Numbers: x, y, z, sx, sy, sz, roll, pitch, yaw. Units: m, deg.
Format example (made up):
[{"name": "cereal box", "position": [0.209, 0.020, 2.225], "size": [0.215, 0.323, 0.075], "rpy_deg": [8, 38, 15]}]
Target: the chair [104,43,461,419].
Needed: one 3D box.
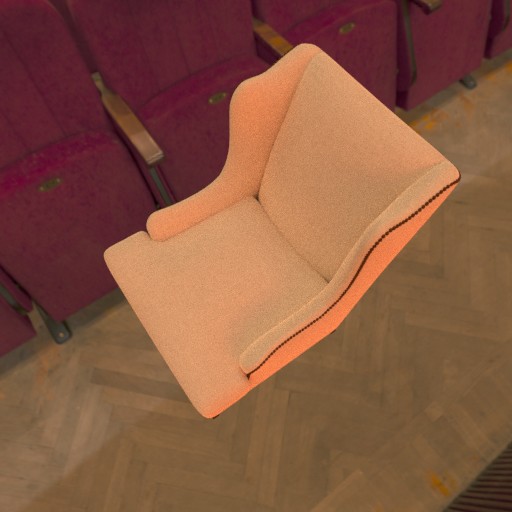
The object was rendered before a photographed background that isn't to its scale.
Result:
[{"name": "chair", "position": [0.000, 0.000, 1.635], "size": [0.940, 1.029, 0.737], "rpy_deg": [-32, 67, -15]}]
